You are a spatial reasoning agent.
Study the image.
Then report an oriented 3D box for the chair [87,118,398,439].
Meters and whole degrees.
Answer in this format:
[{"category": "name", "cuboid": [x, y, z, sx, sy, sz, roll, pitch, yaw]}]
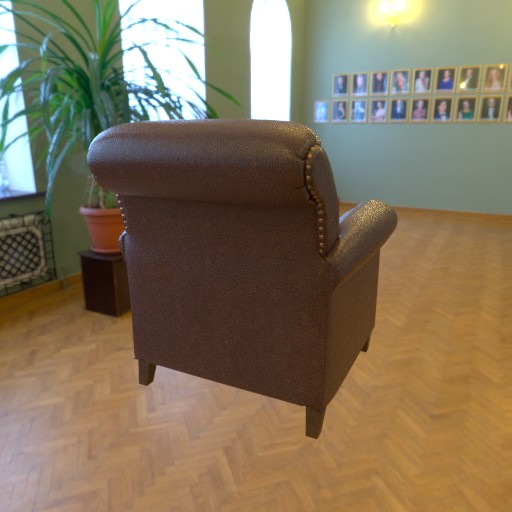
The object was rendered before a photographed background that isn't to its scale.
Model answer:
[{"category": "chair", "cuboid": [0.000, 0.000, 1.593, 0.854, 0.927, 0.890, 8, 17, 25]}]
